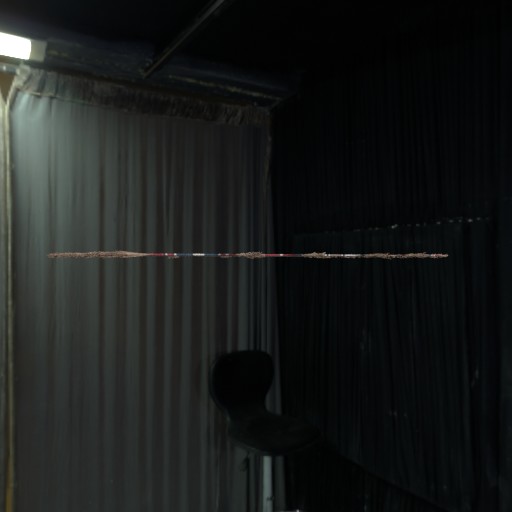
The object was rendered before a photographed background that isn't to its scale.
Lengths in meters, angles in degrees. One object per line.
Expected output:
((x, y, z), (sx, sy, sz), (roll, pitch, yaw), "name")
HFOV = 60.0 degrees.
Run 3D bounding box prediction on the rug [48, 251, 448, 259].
((0.000, 0.000, 2.574), (2.025, 0.040, 1.469), (0, 0, -37), "rug")
